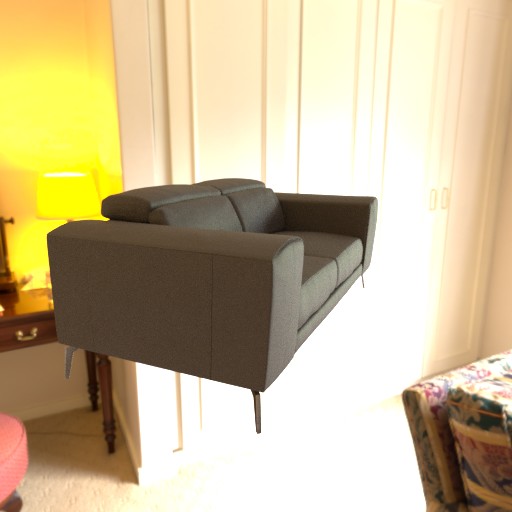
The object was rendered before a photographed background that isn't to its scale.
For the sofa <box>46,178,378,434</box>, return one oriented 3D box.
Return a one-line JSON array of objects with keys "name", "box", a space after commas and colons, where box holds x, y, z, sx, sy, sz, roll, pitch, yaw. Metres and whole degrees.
[{"name": "sofa", "box": [0.000, 0.000, 2.426, 1.003, 0.779, 1.895, 6, 15, 24]}]
